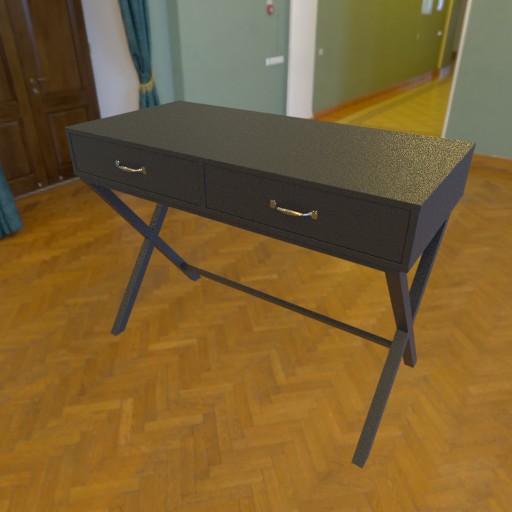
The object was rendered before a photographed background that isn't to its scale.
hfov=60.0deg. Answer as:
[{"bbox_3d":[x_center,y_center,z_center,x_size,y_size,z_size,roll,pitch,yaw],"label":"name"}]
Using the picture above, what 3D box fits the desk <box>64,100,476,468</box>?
[{"bbox_3d":[0.000,0.000,1.438,1.057,0.780,0.525,18,35,29],"label":"desk"}]
